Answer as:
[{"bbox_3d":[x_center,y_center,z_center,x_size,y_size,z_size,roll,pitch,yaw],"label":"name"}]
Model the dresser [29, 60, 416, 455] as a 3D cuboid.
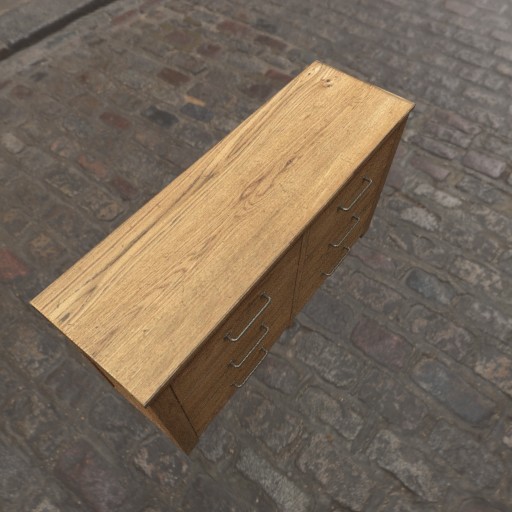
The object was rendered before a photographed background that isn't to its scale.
[{"bbox_3d":[0.000,0.000,2.071,0.563,0.932,1.657,33,63,20],"label":"dresser"}]
